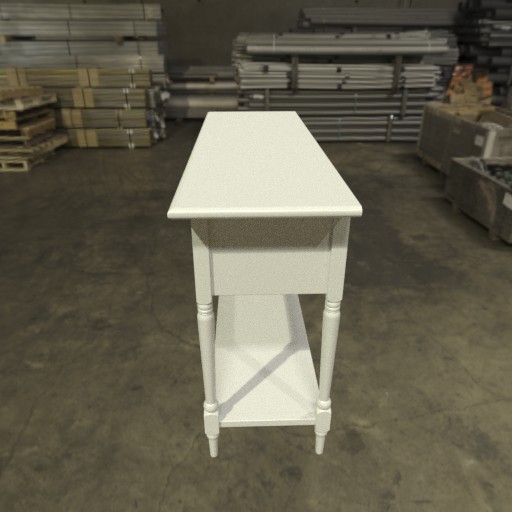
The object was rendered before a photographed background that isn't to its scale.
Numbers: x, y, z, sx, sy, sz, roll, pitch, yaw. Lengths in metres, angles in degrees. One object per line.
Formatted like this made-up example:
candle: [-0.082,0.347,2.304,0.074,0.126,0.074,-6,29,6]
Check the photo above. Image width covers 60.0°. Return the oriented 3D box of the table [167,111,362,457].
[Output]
table: [0.000,0.000,1.577,0.384,0.808,1.197,-1,27,-2]
